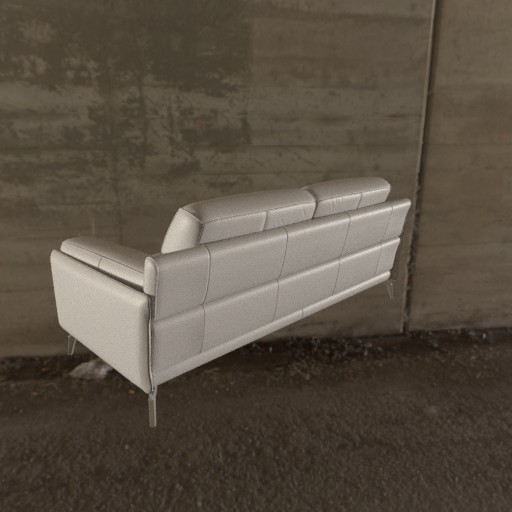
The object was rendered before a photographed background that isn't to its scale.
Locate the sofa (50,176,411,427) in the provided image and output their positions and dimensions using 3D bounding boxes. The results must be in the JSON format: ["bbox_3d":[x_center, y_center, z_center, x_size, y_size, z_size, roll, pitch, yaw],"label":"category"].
[{"bbox_3d":[0.000,0.000,2.683,1.049,0.930,2.101,16,23,43],"label":"sofa"}]
